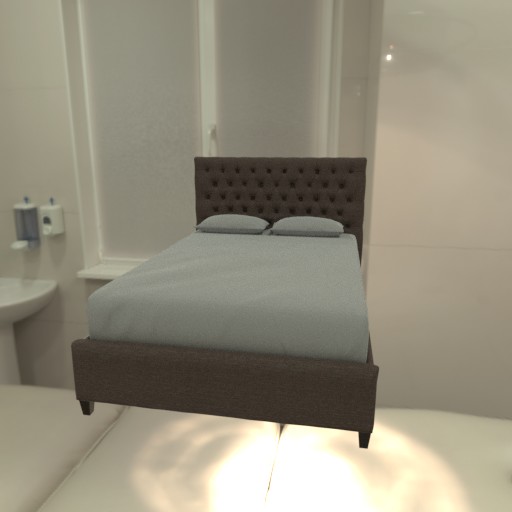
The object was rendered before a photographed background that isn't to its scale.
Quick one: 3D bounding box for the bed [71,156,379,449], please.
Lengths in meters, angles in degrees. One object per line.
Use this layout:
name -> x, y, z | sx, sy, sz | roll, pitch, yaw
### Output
bed -> 0.000, 0.000, 3.387 | 1.698, 1.427, 2.387 | 3, 14, 10
